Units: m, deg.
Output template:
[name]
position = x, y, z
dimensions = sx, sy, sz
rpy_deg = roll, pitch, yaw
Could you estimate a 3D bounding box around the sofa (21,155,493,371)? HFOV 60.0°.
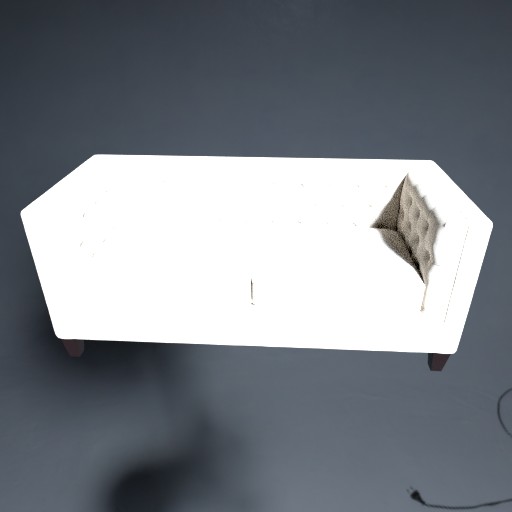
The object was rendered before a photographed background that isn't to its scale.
[sofa]
position = 0.000, 0.000, 2.170
dimensions = 1.778, 0.762, 0.775
rpy_deg = 2, 29, 3
